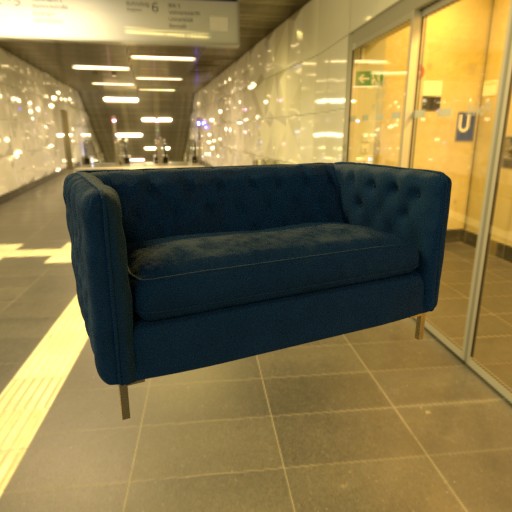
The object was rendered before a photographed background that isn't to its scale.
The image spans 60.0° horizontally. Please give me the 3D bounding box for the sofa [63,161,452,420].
[{"bbox_3d":[0.000,0.000,2.103,1.583,0.810,0.909,-8,17,-25],"label":"sofa"}]
